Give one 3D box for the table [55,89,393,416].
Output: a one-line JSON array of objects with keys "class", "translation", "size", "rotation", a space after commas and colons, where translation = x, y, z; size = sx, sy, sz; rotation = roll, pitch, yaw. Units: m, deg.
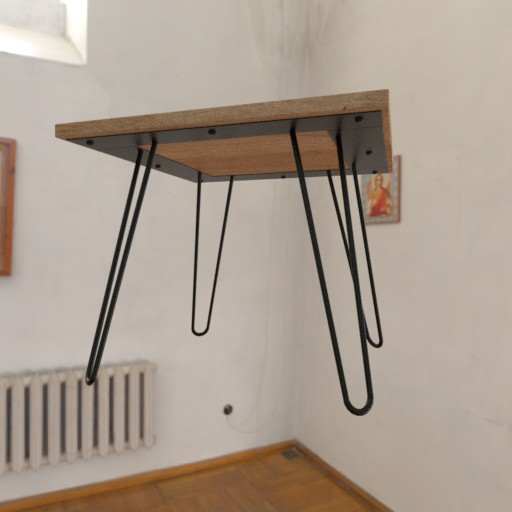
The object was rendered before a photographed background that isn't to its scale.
[{"class": "table", "translation": [0.000, 0.000, 1.025], "size": [0.599, 0.500, 0.599], "rotation": [0, 1, 18]}]
